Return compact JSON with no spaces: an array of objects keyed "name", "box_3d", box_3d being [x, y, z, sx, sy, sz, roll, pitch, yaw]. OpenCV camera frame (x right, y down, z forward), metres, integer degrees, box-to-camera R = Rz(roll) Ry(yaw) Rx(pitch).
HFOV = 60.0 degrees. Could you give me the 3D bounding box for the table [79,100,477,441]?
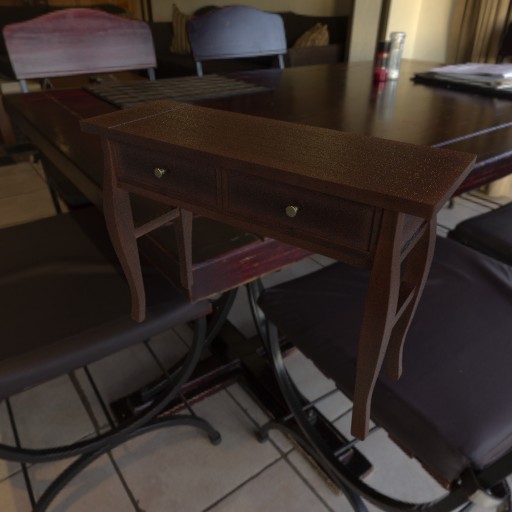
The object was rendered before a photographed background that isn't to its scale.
[{"name":"table","box_3d":[0.000,0.000,1.410,1.062,0.768,0.373,20,37,29]}]
